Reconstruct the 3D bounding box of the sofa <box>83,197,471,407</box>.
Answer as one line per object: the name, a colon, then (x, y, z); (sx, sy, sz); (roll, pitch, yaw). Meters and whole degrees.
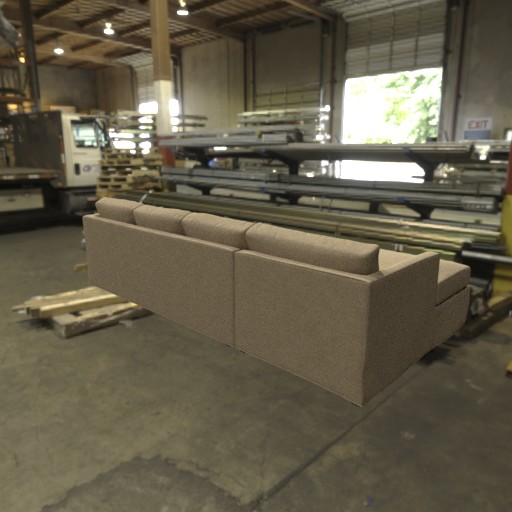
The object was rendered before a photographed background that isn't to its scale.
sofa: (0.000, 0.000, 3.942); (3.198, 0.920, 1.638); (13, 19, 42)
